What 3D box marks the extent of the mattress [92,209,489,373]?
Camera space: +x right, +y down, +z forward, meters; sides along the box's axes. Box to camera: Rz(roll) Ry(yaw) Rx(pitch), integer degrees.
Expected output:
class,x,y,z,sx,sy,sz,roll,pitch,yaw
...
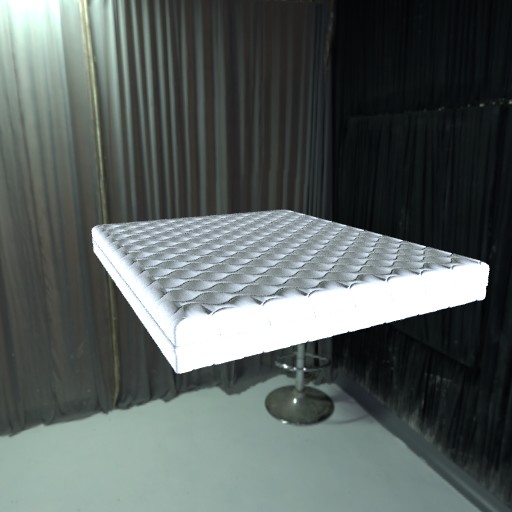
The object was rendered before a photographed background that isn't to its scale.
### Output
class,x,y,z,sx,sy,sz,roll,pitch,yaw
mattress,0.000,0.000,2.638,1.600,0.200,1.900,-8,17,-26
